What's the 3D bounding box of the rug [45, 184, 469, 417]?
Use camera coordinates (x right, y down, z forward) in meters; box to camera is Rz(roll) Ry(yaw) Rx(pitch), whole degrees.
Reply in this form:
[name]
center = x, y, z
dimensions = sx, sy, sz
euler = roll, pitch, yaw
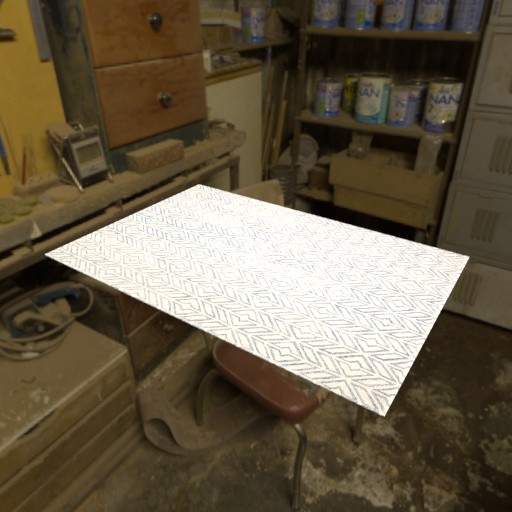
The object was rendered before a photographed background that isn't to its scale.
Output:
[rug]
center = 0.000, 0.000, 2.291
dimensions = 1.824, 0.008, 1.220
euler = 19, 35, 29
